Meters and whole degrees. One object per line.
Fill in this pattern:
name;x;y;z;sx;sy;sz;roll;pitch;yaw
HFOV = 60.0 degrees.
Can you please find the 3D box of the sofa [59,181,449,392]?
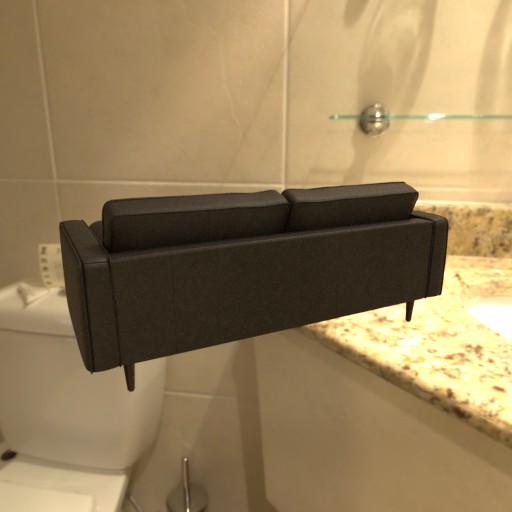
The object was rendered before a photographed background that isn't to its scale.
sofa;0.000;0.000;2.369;1.879;0.770;0.921;-8;17;-26
